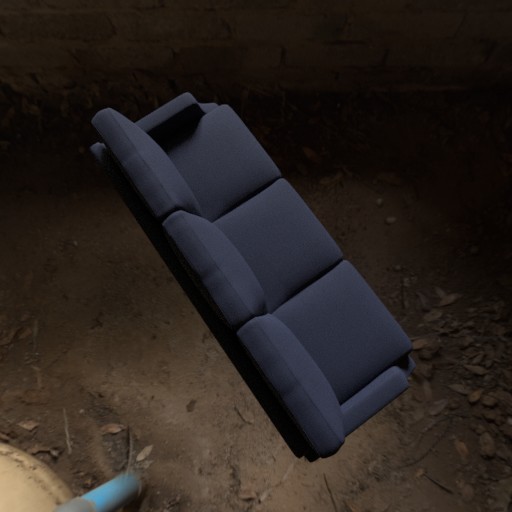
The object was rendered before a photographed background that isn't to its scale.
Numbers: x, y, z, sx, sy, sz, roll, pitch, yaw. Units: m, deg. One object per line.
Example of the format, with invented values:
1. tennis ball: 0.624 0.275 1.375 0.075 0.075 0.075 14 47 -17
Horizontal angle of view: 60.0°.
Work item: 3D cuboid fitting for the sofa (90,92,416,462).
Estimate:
1. sofa: 0.000 0.000 2.583 0.888 0.984 2.115 -34 79 -8
